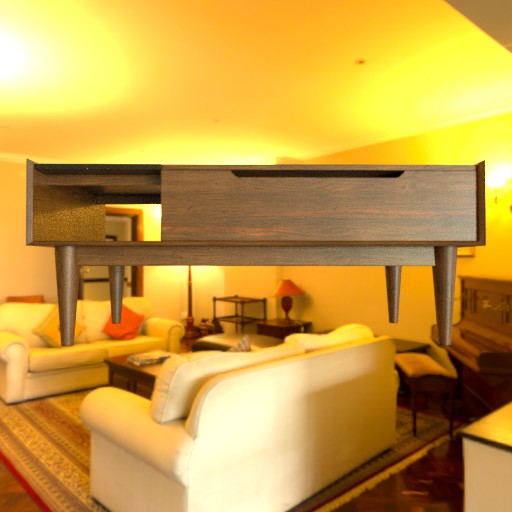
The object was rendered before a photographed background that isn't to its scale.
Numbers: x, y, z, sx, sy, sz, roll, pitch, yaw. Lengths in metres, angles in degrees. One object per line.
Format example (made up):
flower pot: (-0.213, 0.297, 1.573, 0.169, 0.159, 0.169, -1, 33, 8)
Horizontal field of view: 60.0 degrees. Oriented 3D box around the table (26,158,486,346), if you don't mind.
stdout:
table: (0.000, 0.000, 1.480, 1.221, 0.508, 0.610, 0, -1, -1)
